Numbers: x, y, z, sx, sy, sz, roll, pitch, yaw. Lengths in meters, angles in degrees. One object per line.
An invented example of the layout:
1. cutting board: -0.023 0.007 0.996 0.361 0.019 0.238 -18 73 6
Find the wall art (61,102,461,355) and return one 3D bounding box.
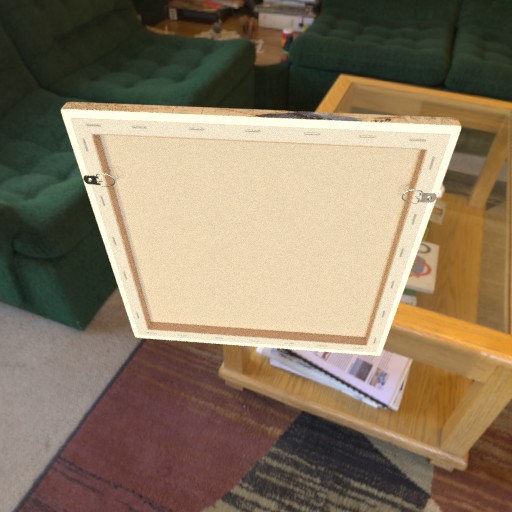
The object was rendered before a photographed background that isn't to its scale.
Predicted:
1. wall art: 0.000 0.000 1.331 0.912 0.914 0.039 4 45 4
